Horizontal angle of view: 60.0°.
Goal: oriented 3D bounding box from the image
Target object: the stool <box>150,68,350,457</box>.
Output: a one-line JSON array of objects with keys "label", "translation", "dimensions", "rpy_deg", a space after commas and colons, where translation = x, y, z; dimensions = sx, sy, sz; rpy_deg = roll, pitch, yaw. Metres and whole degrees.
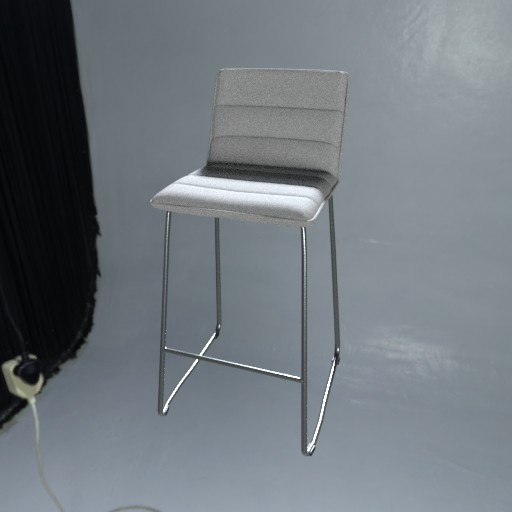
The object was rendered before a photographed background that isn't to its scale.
[{"label": "stool", "translation": [0.000, 0.000, 1.263], "dimensions": [0.490, 0.960, 0.490], "rpy_deg": [8, 28, 17]}]
